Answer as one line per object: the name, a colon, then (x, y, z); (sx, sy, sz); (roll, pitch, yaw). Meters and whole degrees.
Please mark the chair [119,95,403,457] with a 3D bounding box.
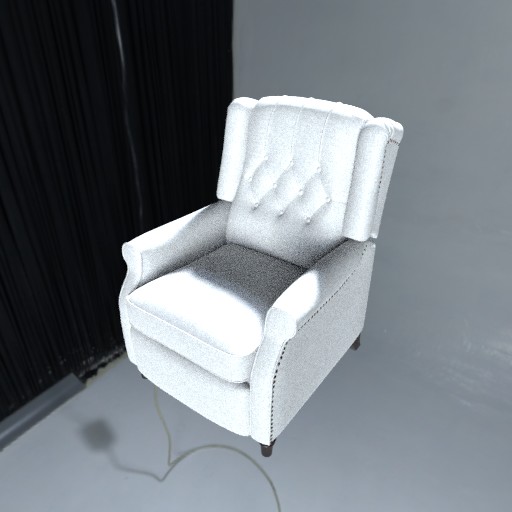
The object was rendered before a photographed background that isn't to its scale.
chair: (0.000, 0.000, 1.666); (0.742, 1.035, 0.902); (20, 36, 31)
